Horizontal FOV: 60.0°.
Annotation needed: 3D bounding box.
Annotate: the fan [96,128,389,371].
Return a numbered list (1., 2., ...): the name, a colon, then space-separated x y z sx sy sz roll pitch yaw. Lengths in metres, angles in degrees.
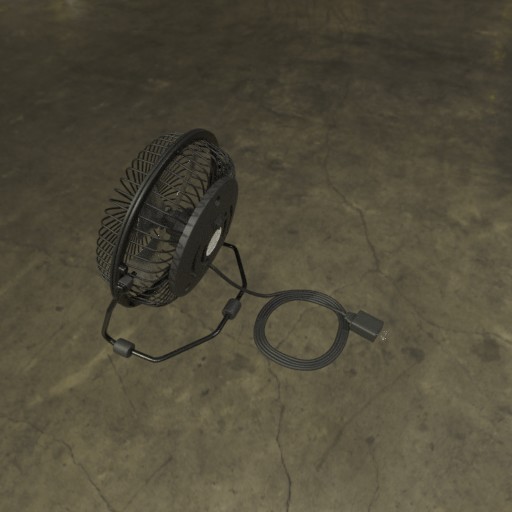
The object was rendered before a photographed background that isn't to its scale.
1. fan: 0.000 0.000 0.307 0.202 0.152 0.153 17 48 17
